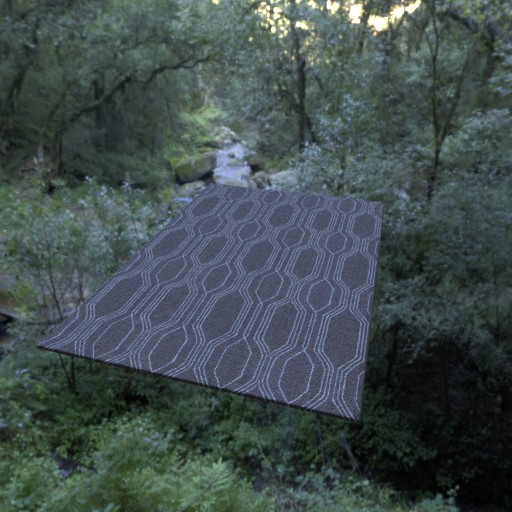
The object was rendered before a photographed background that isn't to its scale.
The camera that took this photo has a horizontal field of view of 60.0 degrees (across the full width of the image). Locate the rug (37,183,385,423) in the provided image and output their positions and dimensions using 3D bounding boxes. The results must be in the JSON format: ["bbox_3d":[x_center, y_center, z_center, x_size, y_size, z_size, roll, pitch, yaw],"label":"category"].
[{"bbox_3d":[0.000,0.000,2.328,1.239,0.012,1.836,9,31,14],"label":"rug"}]
